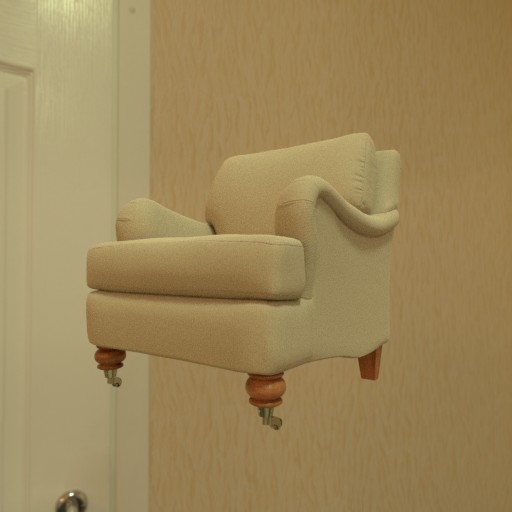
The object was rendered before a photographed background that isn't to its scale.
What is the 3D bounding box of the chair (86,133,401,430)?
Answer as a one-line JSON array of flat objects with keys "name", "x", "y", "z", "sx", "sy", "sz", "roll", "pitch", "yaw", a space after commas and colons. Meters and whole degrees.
[{"name": "chair", "x": 0.000, "y": 0.000, "z": 1.856, "sx": 0.955, "sy": 1.038, "sz": 1.070, "roll": -1, "pitch": -1, "yaw": 37}]
